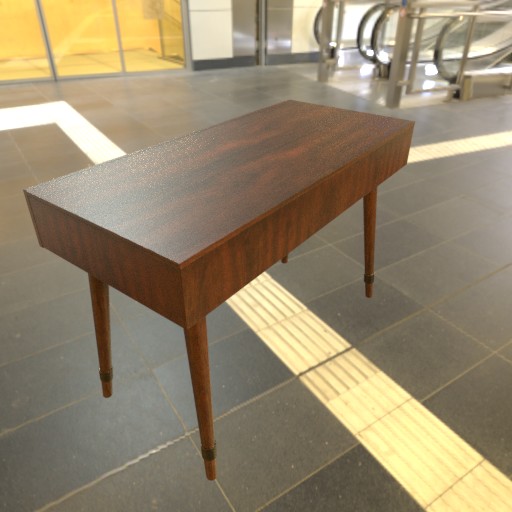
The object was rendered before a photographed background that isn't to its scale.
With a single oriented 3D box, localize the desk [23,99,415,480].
[{"bbox_3d":[0.000,0.000,2.078,0.734,1.031,1.577,22,39,31],"label":"desk"}]
